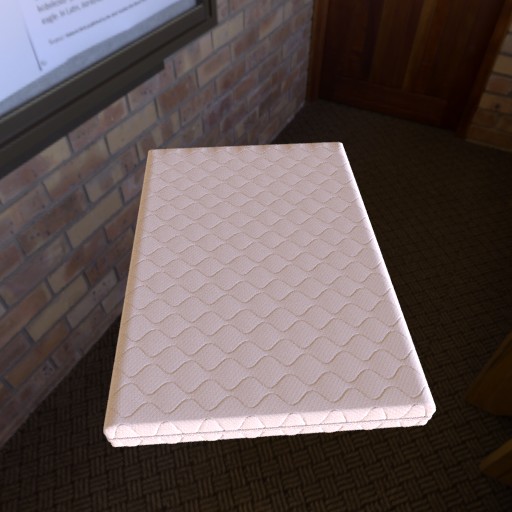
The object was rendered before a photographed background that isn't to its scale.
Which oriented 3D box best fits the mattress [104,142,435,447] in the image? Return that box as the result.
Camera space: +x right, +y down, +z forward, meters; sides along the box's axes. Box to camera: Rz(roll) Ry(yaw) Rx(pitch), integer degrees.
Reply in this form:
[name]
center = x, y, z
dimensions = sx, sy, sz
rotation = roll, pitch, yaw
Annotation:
[mattress]
center = 0.000, 0.000, 2.558
dimensions = 1.400, 0.200, 2.000
rotation = -3, 48, -3
